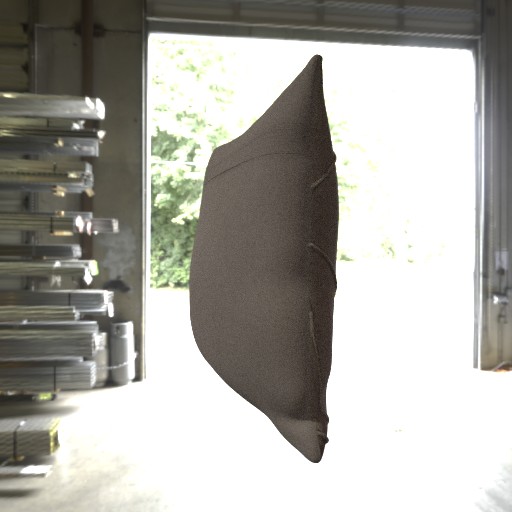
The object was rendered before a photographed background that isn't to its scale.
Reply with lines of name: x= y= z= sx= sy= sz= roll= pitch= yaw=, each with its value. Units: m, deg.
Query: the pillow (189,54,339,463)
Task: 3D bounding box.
pillow: x=0.000 y=0.000 z=0.674 sx=0.185 sy=0.440 sz=0.439 roll=0 pitch=0 yaw=-20
